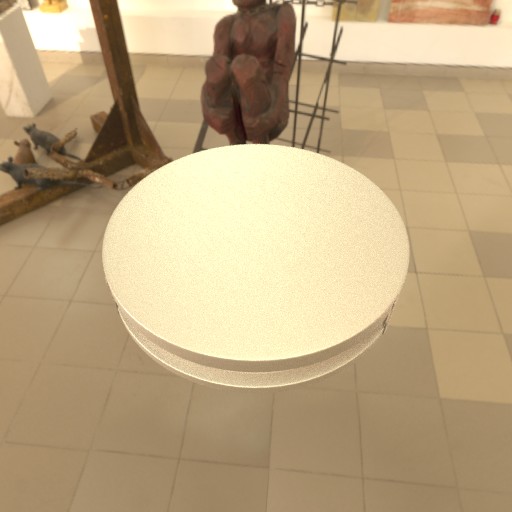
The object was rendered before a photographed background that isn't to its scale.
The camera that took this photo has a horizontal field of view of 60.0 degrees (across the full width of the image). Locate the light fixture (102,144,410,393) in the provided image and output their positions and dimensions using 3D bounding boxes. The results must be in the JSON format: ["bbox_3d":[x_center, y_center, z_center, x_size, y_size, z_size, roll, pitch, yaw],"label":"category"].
[{"bbox_3d":[0.000,0.000,0.561,0.356,0.102,0.356,0,47,0],"label":"light fixture"}]
